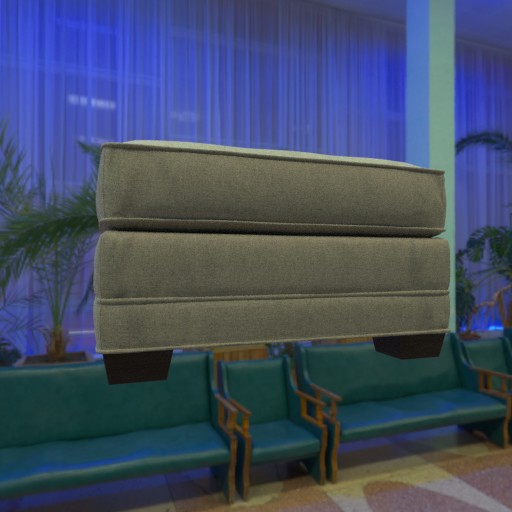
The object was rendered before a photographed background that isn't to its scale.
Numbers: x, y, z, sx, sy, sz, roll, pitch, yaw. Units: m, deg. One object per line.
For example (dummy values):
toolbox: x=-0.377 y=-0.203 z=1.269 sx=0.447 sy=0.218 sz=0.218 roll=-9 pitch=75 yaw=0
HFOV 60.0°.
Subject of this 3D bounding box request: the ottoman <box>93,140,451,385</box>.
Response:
ottoman: x=0.000 y=0.000 z=1.238 sx=0.848 sy=0.508 sz=0.611 roll=0 pitch=-1 yaw=-19
